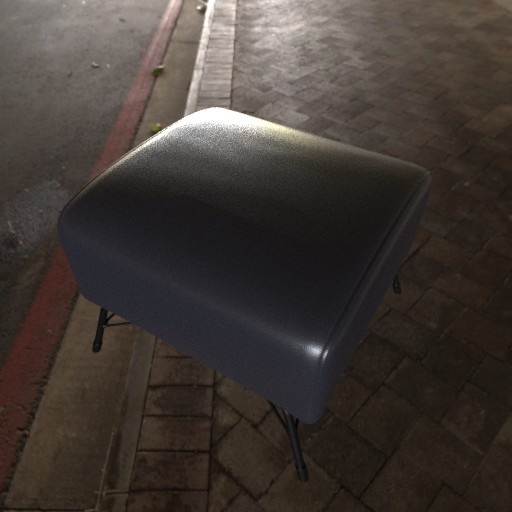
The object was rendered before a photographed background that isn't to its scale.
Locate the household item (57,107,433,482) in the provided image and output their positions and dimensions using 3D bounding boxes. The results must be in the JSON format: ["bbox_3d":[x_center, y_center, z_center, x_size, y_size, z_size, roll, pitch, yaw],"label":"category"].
[{"bbox_3d":[0.000,0.000,0.895,0.530,0.410,0.530,23,49,22],"label":"household item"}]
